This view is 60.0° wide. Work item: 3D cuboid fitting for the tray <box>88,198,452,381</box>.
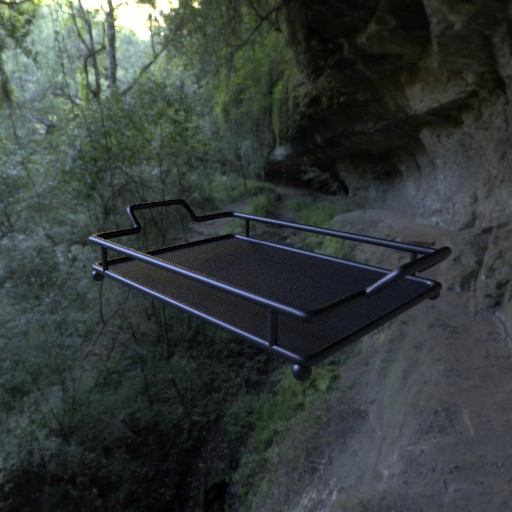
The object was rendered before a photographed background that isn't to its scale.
[{"bbox_3d":[0.000,0.000,0.621,0.495,0.101,0.297,15,22,42],"label":"tray"}]
